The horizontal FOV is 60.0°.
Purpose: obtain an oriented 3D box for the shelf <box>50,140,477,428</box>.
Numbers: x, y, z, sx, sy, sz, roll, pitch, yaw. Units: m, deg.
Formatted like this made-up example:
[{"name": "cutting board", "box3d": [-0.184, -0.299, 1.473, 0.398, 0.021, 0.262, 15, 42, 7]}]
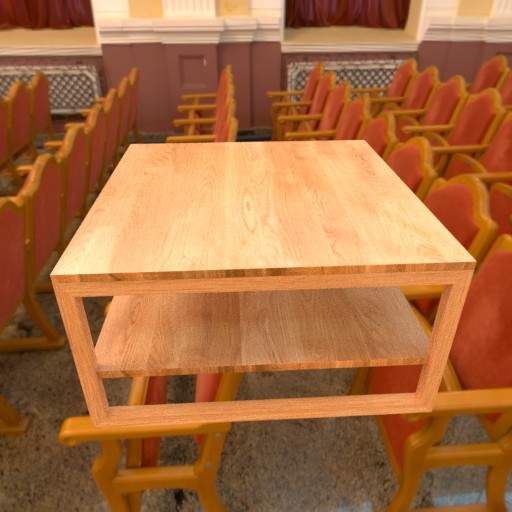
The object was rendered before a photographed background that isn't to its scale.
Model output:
[{"name": "shelf", "box3d": [0.000, 0.000, 1.437, 0.899, 0.480, 0.899, -2, 31, -3]}]
